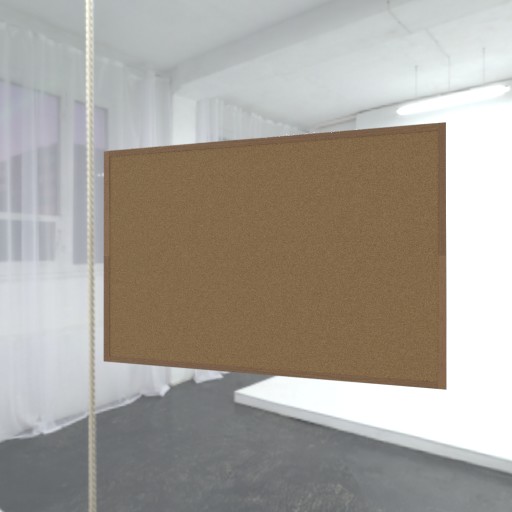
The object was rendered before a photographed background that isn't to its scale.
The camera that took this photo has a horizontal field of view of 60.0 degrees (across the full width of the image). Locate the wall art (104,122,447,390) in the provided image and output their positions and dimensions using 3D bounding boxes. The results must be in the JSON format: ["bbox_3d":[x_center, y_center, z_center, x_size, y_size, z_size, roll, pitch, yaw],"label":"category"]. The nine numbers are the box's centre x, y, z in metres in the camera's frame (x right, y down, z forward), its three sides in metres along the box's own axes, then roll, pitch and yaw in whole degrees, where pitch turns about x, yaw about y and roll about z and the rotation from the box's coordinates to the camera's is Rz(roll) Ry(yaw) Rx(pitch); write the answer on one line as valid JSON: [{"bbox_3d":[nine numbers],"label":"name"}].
[{"bbox_3d":[0.000,0.000,1.442,1.141,0.758,0.035,0,0,17],"label":"wall art"}]
